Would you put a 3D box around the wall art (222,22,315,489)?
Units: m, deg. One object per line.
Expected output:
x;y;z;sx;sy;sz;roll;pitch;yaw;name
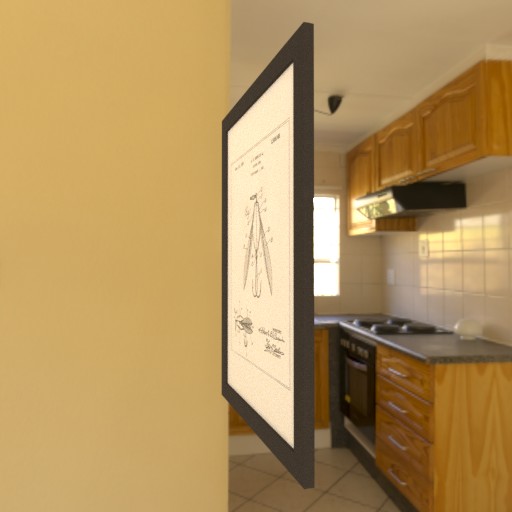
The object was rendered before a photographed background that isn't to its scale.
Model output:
0.000;0.000;0.688;0.013;0.534;0.380;0;-1;-19;wall art
